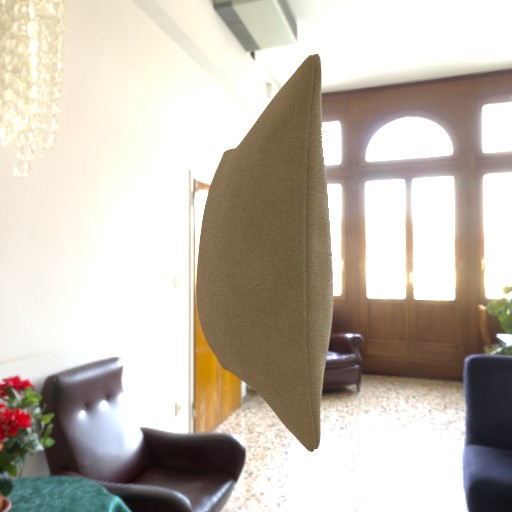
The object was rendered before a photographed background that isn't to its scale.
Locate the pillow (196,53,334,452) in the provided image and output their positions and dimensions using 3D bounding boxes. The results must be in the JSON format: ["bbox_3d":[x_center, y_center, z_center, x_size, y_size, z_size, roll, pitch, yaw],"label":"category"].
[{"bbox_3d":[0.000,0.000,0.664,0.162,0.420,0.437,0,-2,-17],"label":"pillow"}]
